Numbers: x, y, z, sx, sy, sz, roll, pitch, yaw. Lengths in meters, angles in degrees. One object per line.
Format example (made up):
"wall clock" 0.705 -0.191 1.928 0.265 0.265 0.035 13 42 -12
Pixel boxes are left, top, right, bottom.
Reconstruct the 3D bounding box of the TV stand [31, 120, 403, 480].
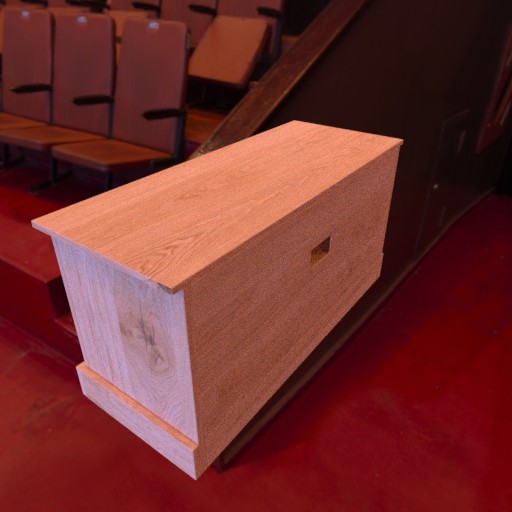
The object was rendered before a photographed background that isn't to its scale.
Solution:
"TV stand" 0.000 0.000 1.373 0.440 0.550 1.080 21 37 31
